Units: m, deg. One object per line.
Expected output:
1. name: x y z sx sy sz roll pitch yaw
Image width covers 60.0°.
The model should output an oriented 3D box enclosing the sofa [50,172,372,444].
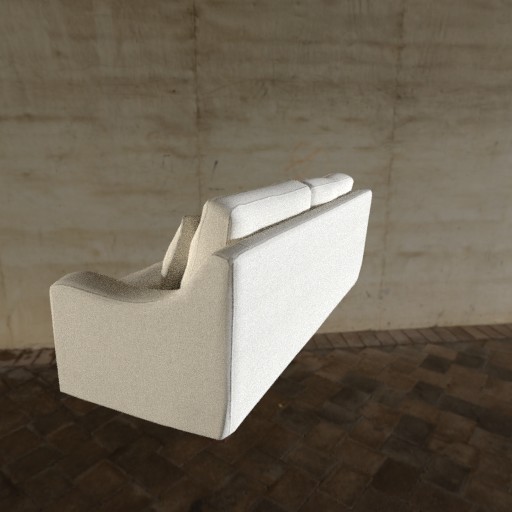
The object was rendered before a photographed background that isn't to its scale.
1. sofa: 0.000 0.000 2.928 1.009 1.022 2.470 7 16 24
